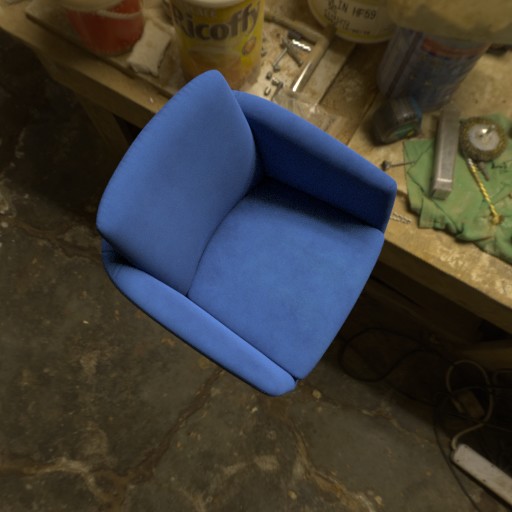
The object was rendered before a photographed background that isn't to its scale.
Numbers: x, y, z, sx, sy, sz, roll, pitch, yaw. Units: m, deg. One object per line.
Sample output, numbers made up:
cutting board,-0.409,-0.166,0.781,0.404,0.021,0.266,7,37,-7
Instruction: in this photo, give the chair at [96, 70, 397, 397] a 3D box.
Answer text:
chair,0.000,0.000,1.334,0.635,0.908,0.641,31,78,8
